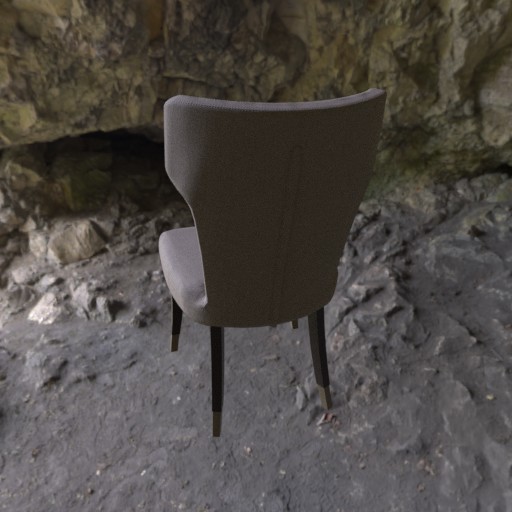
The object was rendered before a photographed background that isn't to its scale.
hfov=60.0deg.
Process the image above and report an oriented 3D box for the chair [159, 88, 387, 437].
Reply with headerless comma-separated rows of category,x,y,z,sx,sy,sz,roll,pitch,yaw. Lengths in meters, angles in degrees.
chair,0.000,0.000,1.319,0.526,0.955,0.630,-8,27,-16
